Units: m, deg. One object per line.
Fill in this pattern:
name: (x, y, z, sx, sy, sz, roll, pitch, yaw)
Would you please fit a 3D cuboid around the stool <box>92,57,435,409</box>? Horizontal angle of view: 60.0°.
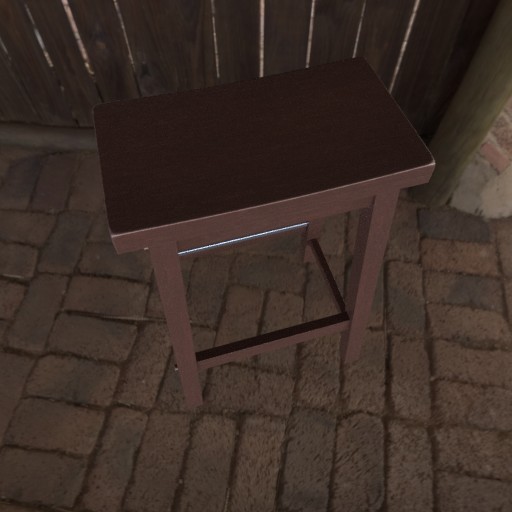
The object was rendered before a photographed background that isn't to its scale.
stool: (0.000, 0.000, 0.837, 0.406, 0.610, 0.322, -14, 59, -8)
